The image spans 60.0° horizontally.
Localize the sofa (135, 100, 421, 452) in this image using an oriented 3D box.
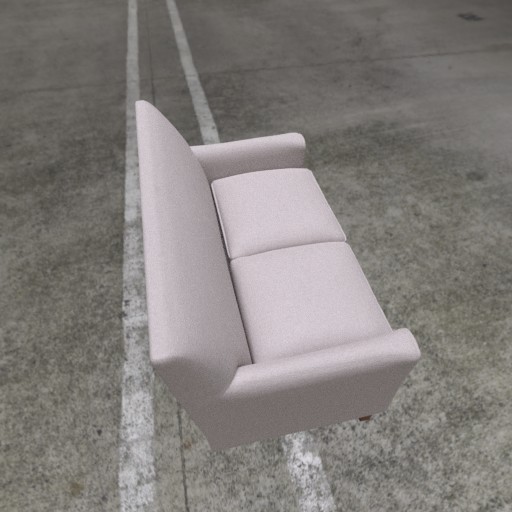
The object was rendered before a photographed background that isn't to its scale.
[{"bbox_3d":[0.000,0.000,2.031,0.888,0.890,1.482,-9,46,-9],"label":"sofa"}]
